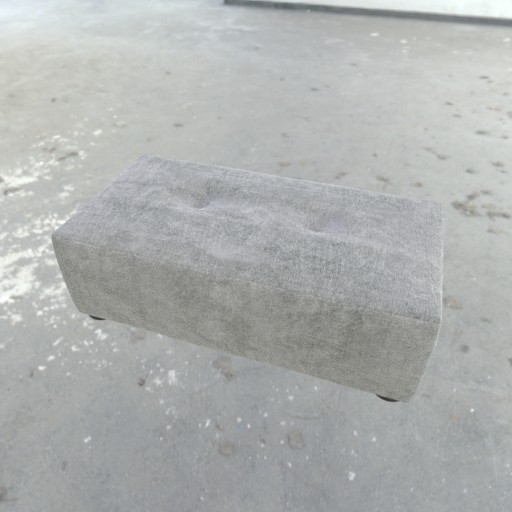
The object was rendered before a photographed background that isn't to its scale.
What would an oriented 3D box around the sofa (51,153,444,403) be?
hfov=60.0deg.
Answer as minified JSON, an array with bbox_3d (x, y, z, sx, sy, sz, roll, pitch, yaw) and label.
[{"bbox_3d":[0.000,0.000,1.211,0.930,0.330,0.480,12,41,14],"label":"sofa"}]
